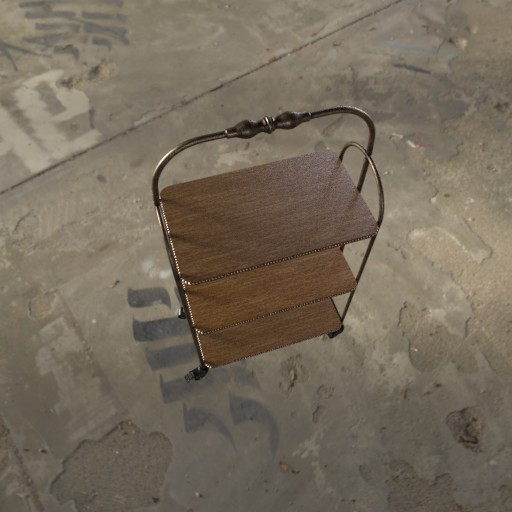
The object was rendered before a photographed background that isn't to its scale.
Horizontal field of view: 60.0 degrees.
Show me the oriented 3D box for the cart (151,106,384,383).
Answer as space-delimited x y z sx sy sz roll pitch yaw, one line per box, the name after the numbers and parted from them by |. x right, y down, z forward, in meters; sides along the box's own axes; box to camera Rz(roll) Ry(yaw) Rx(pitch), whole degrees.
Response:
0.000 0.000 1.377 0.650 1.052 0.330 -15 58 -10 | cart
